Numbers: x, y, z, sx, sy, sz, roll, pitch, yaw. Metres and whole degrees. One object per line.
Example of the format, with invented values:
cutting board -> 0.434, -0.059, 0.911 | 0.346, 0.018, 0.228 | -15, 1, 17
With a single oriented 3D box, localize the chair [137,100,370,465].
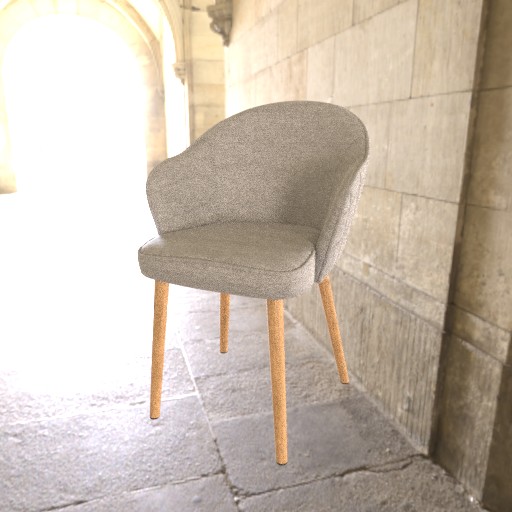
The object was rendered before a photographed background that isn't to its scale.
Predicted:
chair -> 0.000, 0.000, 1.156 | 0.540, 0.800, 0.530 | 8, 17, 26
